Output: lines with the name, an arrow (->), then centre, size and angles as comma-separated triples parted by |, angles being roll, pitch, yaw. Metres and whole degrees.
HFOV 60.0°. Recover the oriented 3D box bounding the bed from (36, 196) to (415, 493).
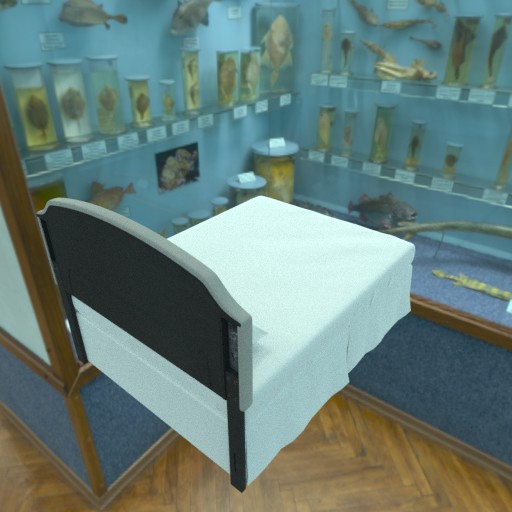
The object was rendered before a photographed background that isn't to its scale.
bed -> 0.000, 0.000, 2.922 | 1.558, 1.270, 1.999 | 23, 37, 33
